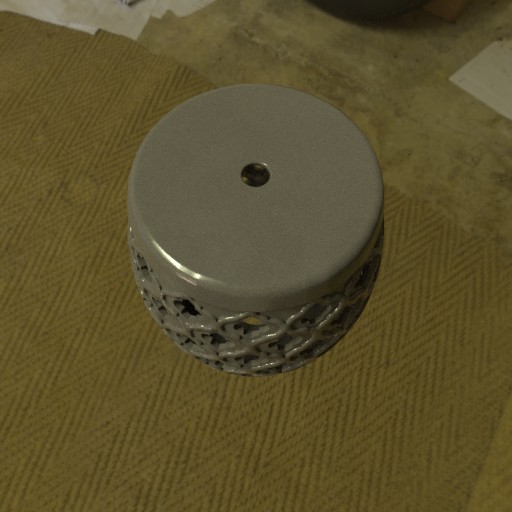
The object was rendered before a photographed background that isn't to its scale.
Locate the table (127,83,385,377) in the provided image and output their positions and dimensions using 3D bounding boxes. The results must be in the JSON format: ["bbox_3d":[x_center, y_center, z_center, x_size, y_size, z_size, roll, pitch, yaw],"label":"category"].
[{"bbox_3d":[0.000,0.000,0.624,0.325,0.388,0.325,0,65,0],"label":"table"}]
